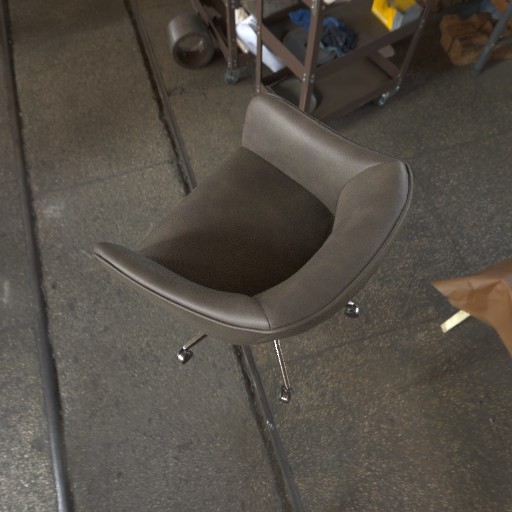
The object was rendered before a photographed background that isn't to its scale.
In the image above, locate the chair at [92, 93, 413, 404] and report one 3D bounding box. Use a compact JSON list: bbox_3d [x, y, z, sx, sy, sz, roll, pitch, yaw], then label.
[{"bbox_3d":[0.000,0.000,1.353,0.689,0.827,0.713,36,69,16],"label":"chair"}]
